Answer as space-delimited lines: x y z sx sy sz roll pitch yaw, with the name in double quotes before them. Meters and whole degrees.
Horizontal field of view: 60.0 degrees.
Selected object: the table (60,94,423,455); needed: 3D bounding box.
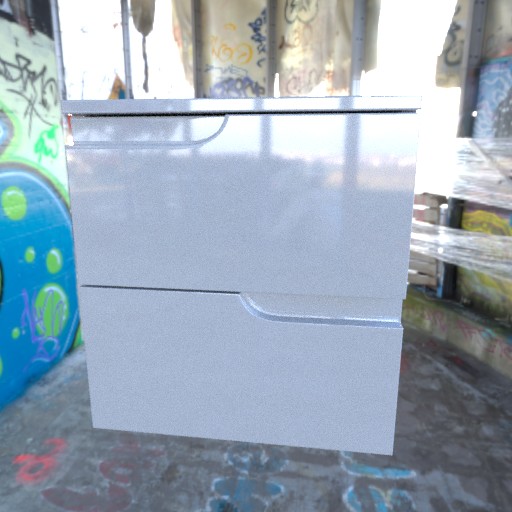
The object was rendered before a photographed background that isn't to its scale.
"table" 0.000 0.000 0.754 0.420 0.470 0.400 2 14 8
